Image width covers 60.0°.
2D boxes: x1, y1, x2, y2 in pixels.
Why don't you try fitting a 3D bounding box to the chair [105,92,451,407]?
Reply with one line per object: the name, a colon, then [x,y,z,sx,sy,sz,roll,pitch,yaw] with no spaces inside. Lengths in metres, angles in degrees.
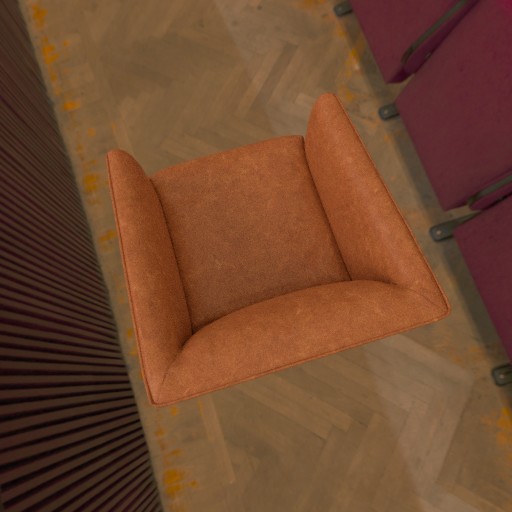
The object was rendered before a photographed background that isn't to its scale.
chair: [0.000,0.000,1.229,0.588,0.760,0.625,-16,75,-4]
